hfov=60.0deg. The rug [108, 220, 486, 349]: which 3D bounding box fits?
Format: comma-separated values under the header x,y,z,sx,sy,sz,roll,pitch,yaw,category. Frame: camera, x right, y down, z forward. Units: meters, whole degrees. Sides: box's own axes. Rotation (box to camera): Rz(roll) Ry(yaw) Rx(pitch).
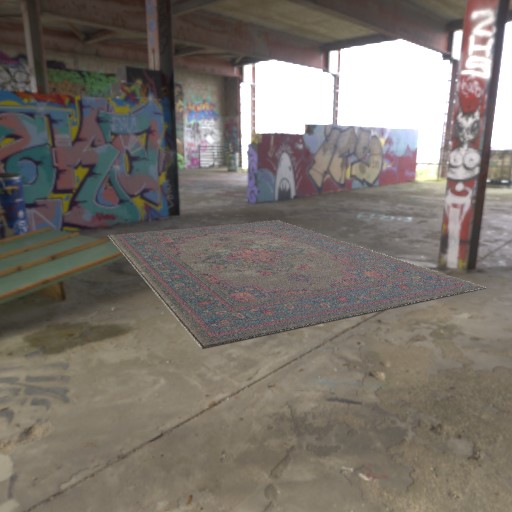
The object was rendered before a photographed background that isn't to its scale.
x,y,z,sx,sy,sz,roll,pitch,yaw,category
0.000,0.000,3.778,2.005,0.013,2.890,-7,16,-25,rug
